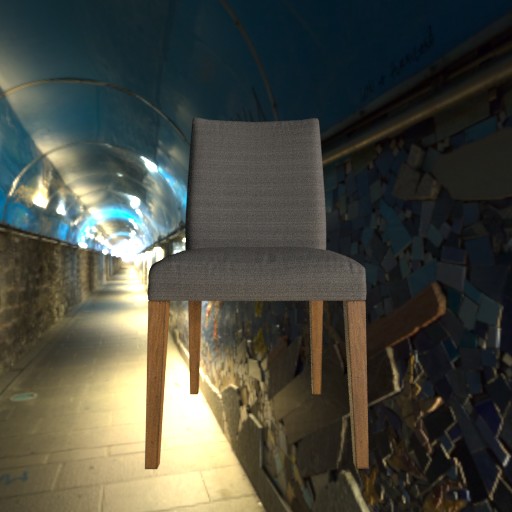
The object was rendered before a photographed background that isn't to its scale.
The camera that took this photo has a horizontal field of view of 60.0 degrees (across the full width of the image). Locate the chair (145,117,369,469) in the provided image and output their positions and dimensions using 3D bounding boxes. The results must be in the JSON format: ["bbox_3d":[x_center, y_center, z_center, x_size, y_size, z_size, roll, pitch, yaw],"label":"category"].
[{"bbox_3d":[0.000,0.000,1.272,0.496,0.940,0.585,0,0,0],"label":"chair"}]
